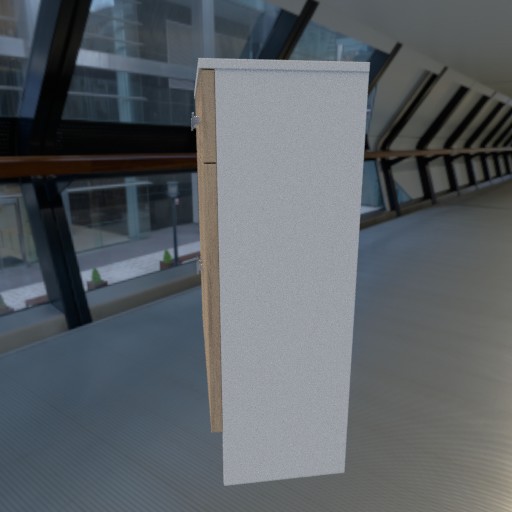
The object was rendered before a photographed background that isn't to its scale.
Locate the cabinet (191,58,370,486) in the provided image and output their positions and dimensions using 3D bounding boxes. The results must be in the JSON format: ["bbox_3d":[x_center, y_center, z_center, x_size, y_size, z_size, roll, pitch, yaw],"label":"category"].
[{"bbox_3d":[0.000,0.000,1.109,0.296,0.815,0.600,-2,15,-8],"label":"cabinet"}]
